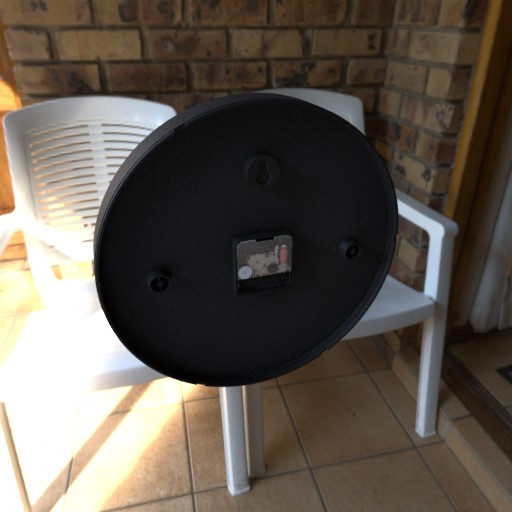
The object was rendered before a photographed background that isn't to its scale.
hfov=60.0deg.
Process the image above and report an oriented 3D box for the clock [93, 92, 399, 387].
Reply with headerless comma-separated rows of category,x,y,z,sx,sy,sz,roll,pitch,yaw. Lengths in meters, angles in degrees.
clock,0.000,0.000,0.426,0.293,0.293,0.040,-9,29,-17
